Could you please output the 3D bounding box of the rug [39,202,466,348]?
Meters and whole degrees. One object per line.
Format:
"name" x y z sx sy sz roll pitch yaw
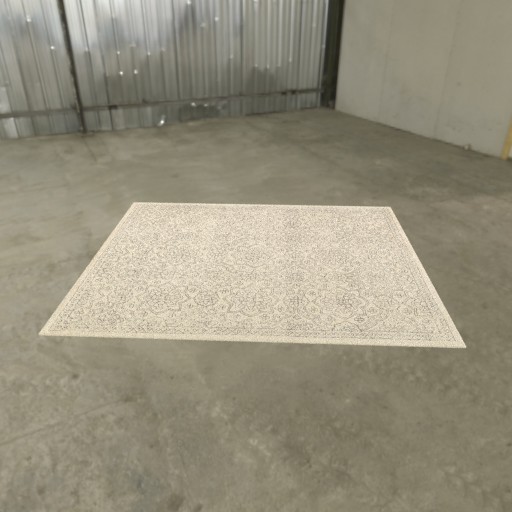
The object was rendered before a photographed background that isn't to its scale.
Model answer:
"rug" 0.000 0.000 4.207 3.050 0.015 2.441 1 30 2
